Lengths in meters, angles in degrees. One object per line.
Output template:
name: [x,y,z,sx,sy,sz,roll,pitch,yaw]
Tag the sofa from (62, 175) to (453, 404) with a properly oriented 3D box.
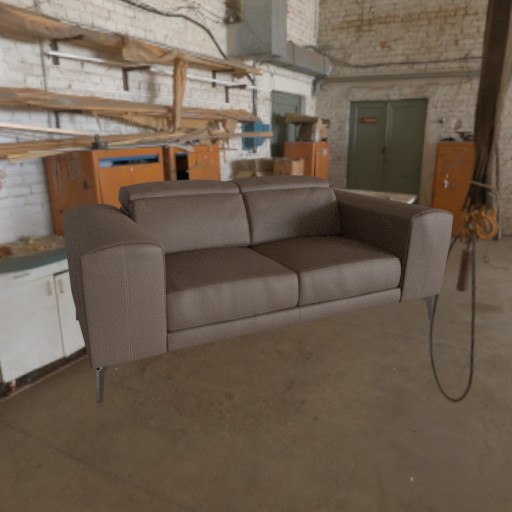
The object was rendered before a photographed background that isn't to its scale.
sofa: [0.000,0.000,2.436,1.895,0.779,1.003,-8,17,-25]
